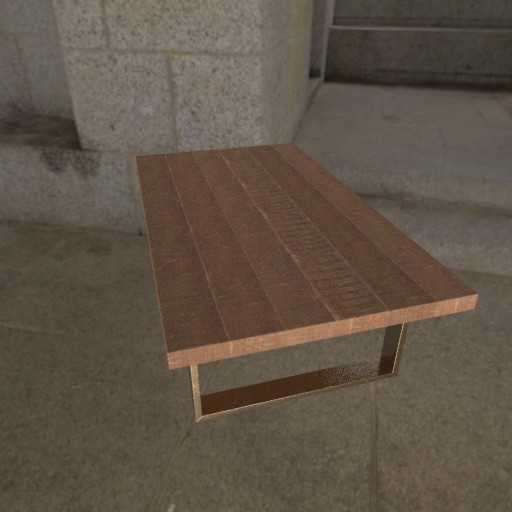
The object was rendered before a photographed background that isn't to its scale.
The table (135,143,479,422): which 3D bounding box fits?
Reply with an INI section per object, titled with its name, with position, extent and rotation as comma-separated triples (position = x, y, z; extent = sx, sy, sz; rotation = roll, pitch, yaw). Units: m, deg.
[table]
position = 0.000, 0.000, 1.742
extent = 0.800, 0.440, 1.400
rotation = -8, 32, -14
